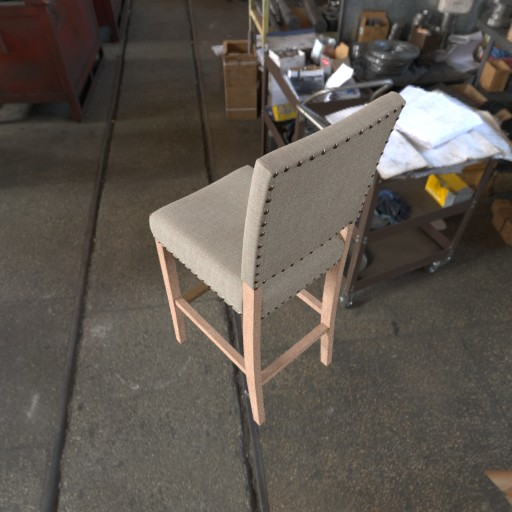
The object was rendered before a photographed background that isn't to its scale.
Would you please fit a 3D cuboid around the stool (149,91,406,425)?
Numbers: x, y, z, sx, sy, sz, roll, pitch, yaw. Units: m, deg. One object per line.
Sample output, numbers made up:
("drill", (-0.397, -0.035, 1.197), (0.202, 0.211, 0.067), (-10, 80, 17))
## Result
("stool", (0.000, 0.000, 1.477), (0.445, 1.173, 0.585), (-33, 54, -28))
